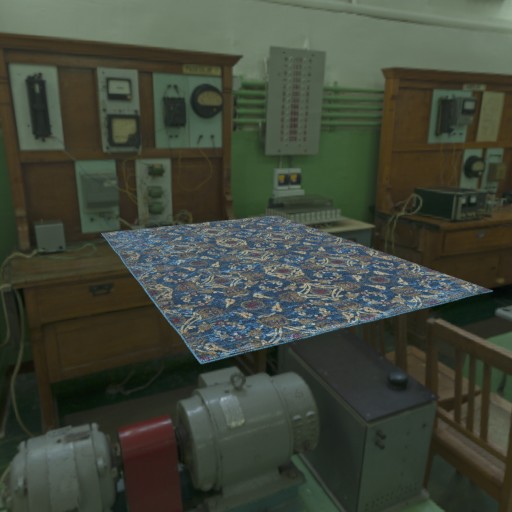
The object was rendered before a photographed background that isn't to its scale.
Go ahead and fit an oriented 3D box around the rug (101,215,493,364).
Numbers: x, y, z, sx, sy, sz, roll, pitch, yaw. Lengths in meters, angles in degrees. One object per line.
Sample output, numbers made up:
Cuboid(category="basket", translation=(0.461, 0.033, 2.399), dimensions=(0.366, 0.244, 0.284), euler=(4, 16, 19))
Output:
Cuboid(category="rug", translation=(0.000, 0.000, 4.236), dimensions=(2.337, 0.013, 3.291), euler=(-8, 18, -26))
